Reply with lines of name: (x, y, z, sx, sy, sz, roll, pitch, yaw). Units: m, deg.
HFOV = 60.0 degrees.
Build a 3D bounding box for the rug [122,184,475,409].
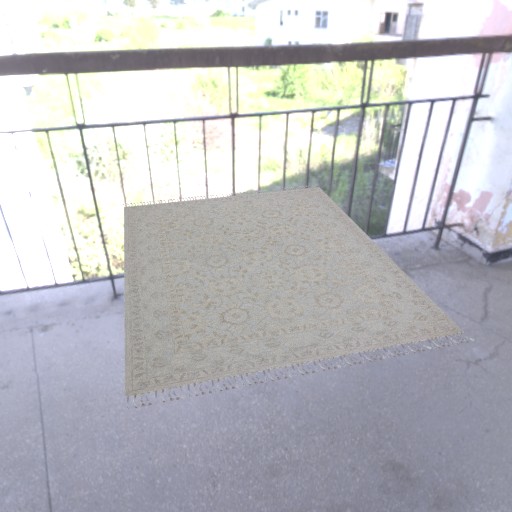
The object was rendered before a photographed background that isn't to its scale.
rug: (0.000, 0.000, 4.140, 2.444, 0.013, 3.043, -8, 32, -12)
